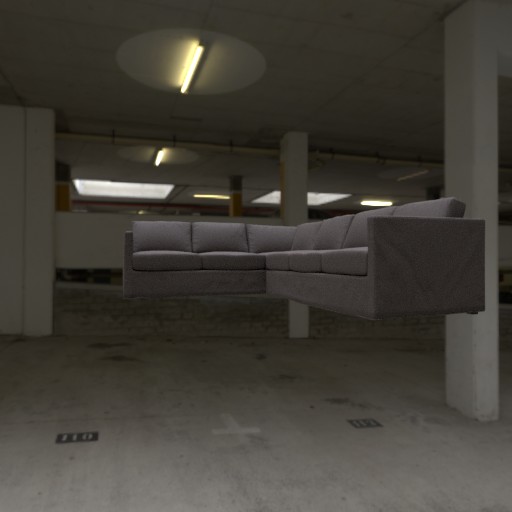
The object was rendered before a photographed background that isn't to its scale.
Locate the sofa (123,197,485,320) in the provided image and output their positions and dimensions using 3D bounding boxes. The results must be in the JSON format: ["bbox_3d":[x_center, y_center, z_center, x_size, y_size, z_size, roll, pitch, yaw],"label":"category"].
[{"bbox_3d":[0.000,0.000,4.284,2.432,0.871,3.182,0,-1,-18],"label":"sofa"}]
